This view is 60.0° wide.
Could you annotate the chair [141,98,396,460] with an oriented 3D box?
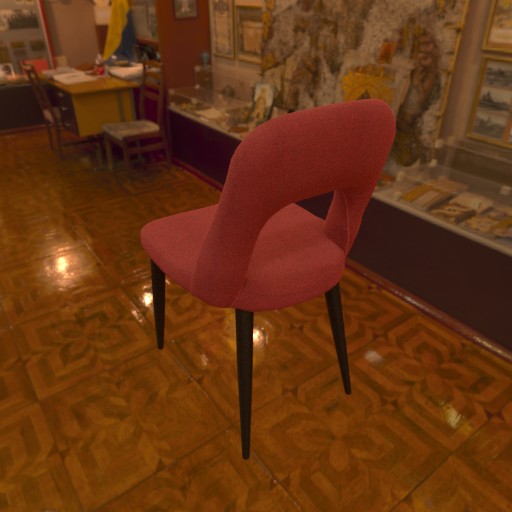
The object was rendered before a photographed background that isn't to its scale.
[{"bbox_3d":[0.000,0.000,1.199,0.483,0.892,0.569,-20,37,-29],"label":"chair"}]
